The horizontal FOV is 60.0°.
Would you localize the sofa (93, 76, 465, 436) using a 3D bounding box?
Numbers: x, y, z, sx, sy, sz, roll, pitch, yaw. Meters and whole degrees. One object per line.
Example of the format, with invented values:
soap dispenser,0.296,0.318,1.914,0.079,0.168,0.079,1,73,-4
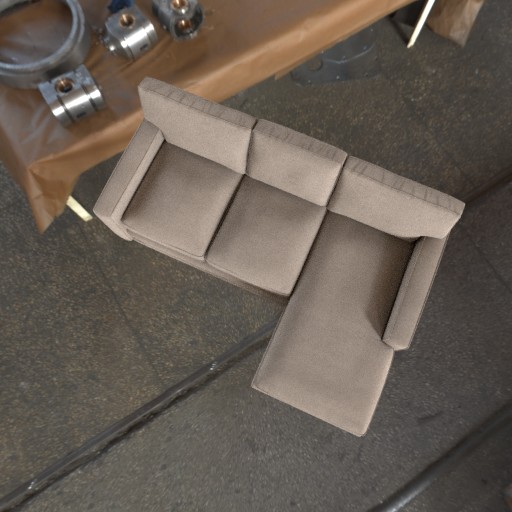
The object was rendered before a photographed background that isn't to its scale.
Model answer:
sofa,0.000,0.000,2.807,2.087,0.861,1.496,23,77,6
